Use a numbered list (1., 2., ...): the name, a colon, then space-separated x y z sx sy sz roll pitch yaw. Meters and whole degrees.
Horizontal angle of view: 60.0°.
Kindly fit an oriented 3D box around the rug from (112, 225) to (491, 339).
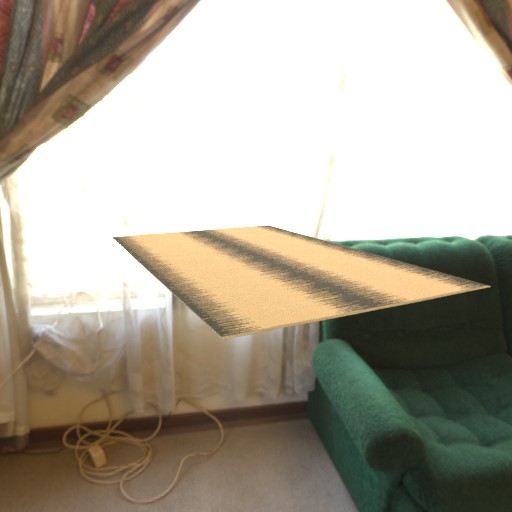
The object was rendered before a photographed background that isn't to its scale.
1. rug: 0.000 0.000 3.042 1.519 0.003 2.453 -6 14 -26
